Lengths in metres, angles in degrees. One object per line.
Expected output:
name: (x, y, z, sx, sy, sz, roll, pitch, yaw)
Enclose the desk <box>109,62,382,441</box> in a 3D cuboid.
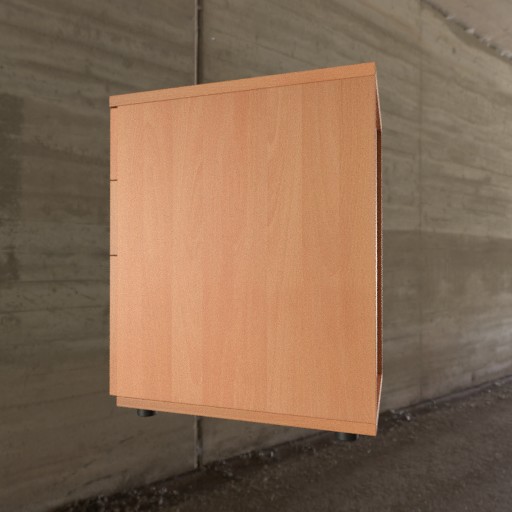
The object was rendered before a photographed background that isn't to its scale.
desk: (0.000, 0.000, 1.117, 0.600, 0.730, 0.404, 0, 0, 17)
